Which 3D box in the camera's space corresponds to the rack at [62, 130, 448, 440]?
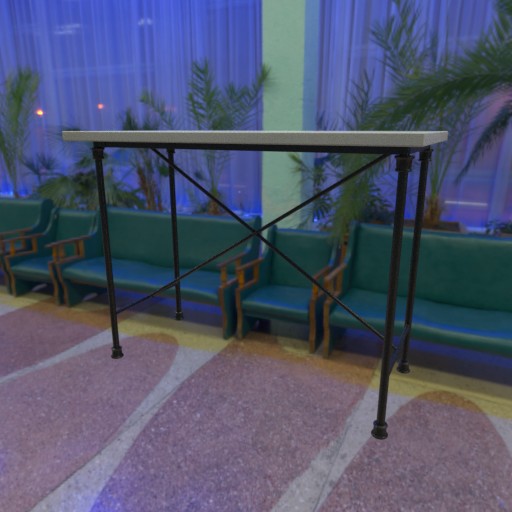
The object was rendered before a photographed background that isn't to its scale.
[{"bbox_3d":[0.000,0.000,1.625,1.159,0.880,0.613,8,18,26],"label":"rack"}]
